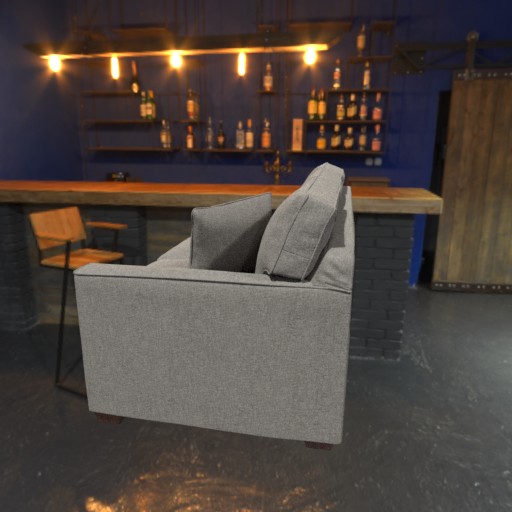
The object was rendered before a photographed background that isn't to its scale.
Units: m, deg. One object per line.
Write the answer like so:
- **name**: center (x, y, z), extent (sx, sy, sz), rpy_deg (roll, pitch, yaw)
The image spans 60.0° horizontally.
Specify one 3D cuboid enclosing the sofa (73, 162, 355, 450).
- **sofa**: center (0.000, 0.000, 2.481), extent (1.034, 0.946, 1.963), rpy_deg (3, 15, 11)
